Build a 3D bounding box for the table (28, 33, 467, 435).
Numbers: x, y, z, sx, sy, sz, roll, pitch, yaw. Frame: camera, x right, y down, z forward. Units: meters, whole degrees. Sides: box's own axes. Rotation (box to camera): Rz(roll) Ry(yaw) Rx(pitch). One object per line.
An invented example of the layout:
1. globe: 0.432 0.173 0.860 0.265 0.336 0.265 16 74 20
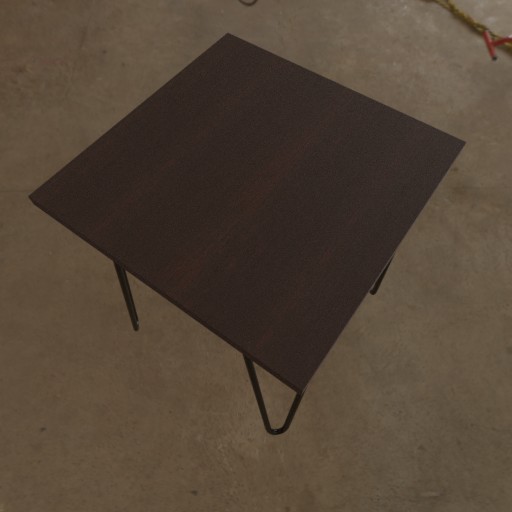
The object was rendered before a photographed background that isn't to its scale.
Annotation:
1. table: 0.000 0.000 0.941 0.495 0.559 0.495 32 65 17
